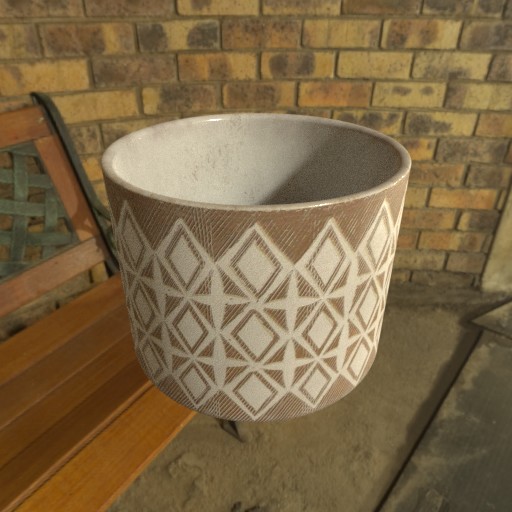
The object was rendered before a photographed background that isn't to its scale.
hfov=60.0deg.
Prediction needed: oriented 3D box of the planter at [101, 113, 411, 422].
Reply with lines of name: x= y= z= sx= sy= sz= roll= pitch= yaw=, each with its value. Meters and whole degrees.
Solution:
planter: x=0.000 y=0.000 z=0.329 sx=0.193 sy=0.165 sz=0.193 roll=0 pitch=30 yaw=0
